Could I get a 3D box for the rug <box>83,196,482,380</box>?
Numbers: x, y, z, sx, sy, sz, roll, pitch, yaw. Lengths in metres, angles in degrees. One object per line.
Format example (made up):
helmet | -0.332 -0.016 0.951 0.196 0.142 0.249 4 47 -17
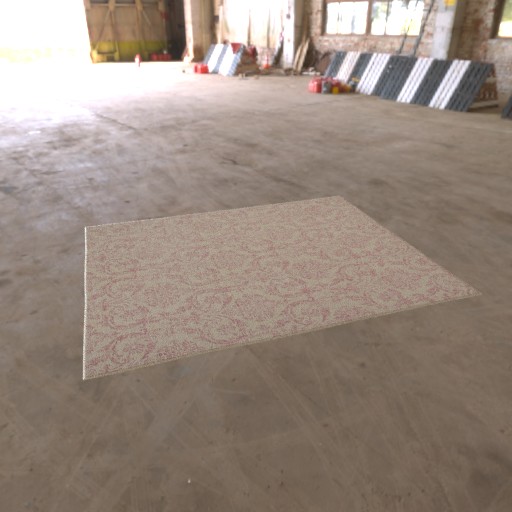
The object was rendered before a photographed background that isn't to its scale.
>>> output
rug | 0.000 0.000 4.065 2.980 0.012 2.363 -9 29 -16
